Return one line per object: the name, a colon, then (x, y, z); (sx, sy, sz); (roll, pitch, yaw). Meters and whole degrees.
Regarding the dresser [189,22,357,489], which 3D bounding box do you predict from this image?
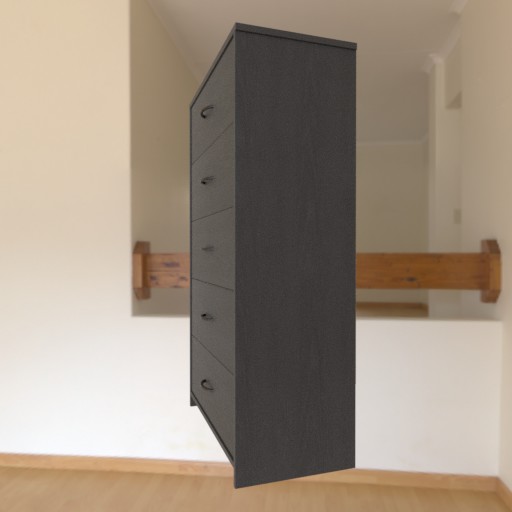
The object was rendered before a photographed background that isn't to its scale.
dresser: (0.000, 0.000, 1.577); (0.399, 1.255, 0.704); (0, 0, -19)
